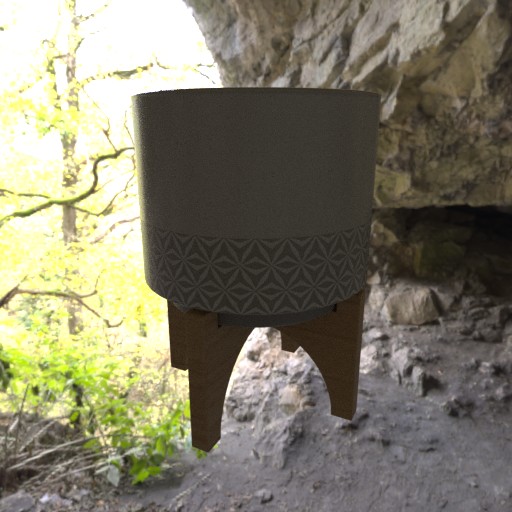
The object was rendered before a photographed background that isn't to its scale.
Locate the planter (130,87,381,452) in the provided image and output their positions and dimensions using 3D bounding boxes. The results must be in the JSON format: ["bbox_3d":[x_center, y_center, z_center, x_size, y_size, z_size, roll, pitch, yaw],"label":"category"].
[{"bbox_3d":[0.000,0.000,0.382,0.188,0.260,0.188,0,17,0],"label":"planter"}]
